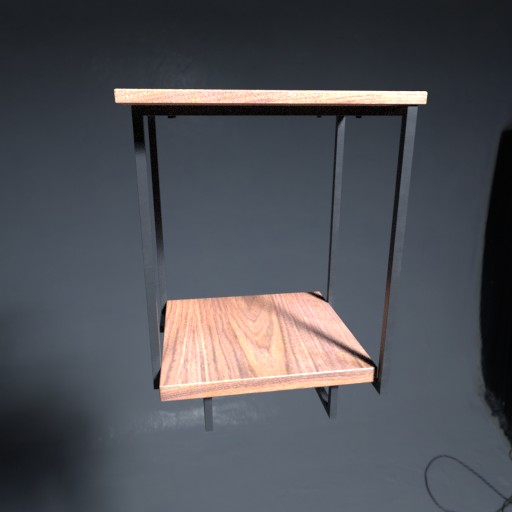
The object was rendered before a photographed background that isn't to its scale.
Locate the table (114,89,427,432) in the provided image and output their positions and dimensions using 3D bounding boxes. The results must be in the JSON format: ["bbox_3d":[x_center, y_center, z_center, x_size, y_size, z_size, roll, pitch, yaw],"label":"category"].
[{"bbox_3d":[0.000,0.000,0.836,0.411,0.567,0.384,-3,18,-8],"label":"table"}]
